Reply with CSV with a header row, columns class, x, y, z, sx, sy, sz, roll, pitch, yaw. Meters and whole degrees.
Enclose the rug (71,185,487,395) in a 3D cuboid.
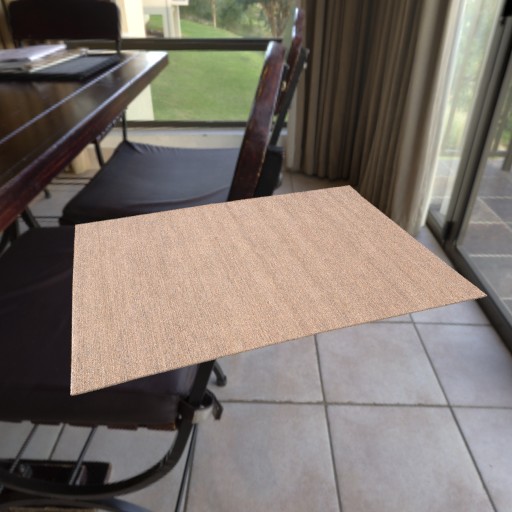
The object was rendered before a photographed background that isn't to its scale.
class,x,y,z,sx,sy,sz,roll,pitch,yaw
rug,0.000,0.000,2.891,2.264,0.030,1.624,-10,34,-15
